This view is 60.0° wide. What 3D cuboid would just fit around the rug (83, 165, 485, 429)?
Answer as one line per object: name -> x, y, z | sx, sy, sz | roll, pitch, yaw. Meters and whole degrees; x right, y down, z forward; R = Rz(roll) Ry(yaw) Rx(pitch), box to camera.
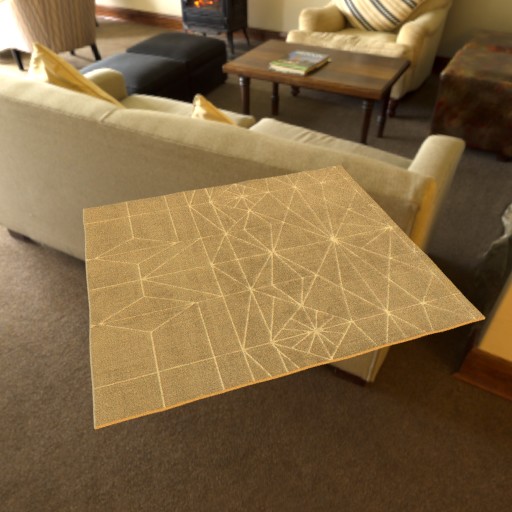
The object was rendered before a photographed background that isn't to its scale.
rug -> 0.000, 0.000, 0.870 | 0.639, 0.006, 0.548 | -12, 42, -14
